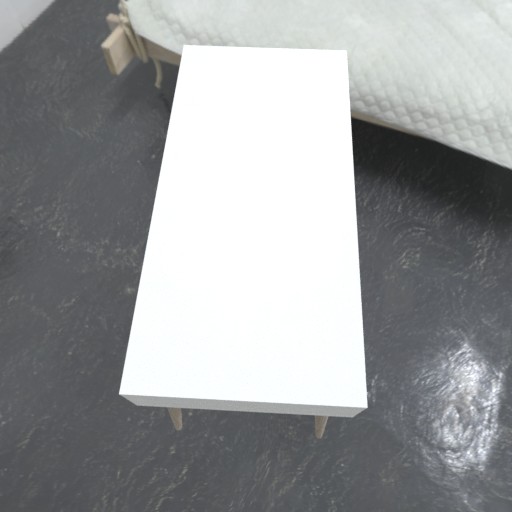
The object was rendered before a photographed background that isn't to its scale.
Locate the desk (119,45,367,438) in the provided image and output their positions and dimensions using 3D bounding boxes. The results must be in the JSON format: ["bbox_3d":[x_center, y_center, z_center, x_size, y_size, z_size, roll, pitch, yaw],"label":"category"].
[{"bbox_3d":[0.000,0.000,1.378,0.491,0.723,0.979,3,63,1],"label":"desk"}]
